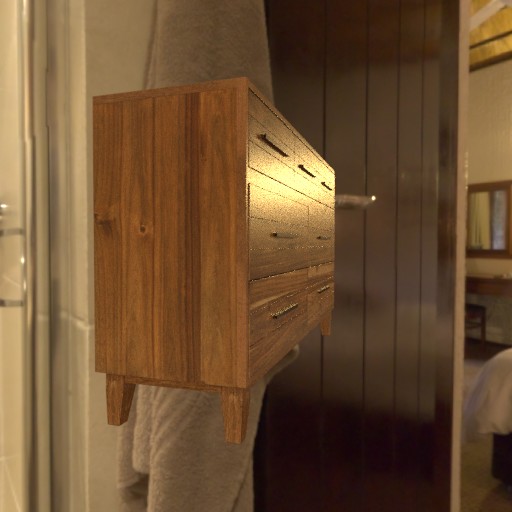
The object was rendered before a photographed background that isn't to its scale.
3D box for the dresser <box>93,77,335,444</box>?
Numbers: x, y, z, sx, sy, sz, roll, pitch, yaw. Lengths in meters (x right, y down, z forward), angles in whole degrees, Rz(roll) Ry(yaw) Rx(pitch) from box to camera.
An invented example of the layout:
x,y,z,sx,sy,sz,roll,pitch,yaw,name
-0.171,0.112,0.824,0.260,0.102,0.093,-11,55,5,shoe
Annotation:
x,y,z,sx,sy,sz,roll,pitch,yaw,name
0.000,0.000,1.772,0.446,0.873,1.400,0,2,18,dresser
